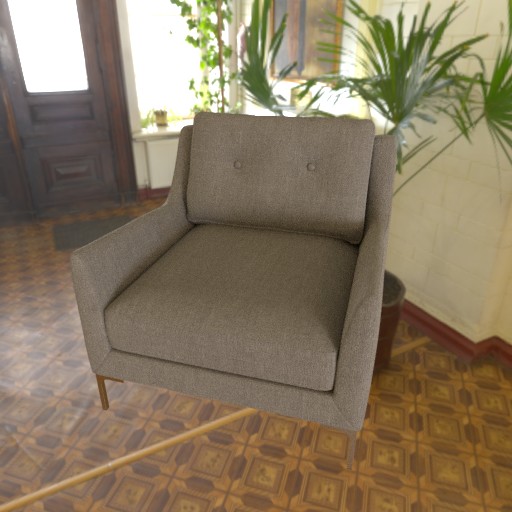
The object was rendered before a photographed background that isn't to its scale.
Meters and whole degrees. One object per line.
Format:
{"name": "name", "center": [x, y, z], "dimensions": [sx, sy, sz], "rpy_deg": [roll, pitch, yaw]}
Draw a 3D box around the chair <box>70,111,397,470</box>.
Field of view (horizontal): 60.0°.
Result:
{"name": "chair", "center": [0.000, 0.000, 1.493], "dimensions": [0.847, 0.828, 0.849], "rpy_deg": [7, 27, 15]}
